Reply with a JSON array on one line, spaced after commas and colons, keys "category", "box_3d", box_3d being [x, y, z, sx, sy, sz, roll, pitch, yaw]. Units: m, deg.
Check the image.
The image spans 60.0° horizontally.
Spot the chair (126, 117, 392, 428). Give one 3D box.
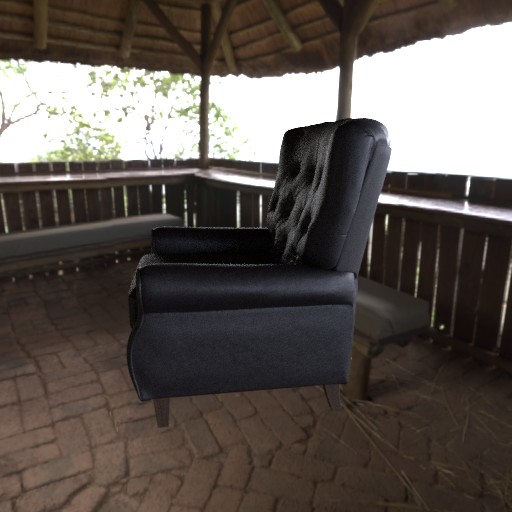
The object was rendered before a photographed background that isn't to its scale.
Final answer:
[{"category": "chair", "box_3d": [0.000, 0.000, 1.941, 1.058, 1.158, 0.948, -2, 15, -8]}]
